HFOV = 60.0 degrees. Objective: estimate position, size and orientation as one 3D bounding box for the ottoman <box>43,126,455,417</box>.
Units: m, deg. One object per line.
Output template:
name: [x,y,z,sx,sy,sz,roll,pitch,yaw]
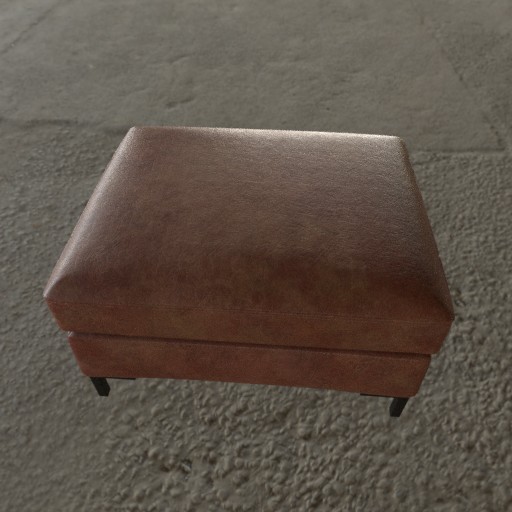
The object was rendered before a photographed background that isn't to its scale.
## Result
ottoman: [0.000,0.000,1.753,1.186,0.667,0.965,3,46,3]
